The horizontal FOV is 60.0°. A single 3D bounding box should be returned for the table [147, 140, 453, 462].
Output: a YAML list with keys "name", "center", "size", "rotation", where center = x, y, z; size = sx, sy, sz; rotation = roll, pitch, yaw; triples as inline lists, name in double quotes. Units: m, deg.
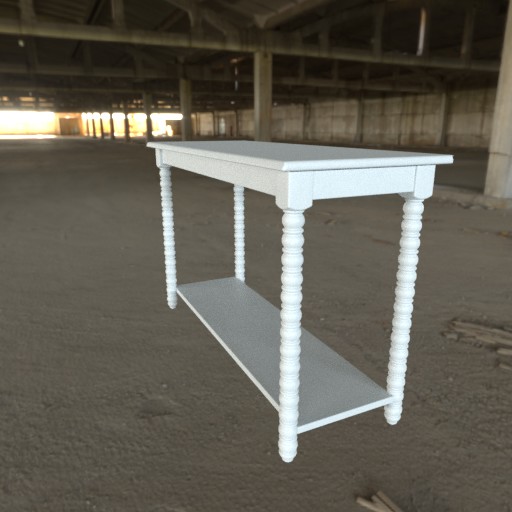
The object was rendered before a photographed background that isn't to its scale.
- name: "table"
  center: [0.000, 0.000, 1.543]
  size: [0.459, 0.740, 1.184]
  rotation: [-8, 18, -24]
